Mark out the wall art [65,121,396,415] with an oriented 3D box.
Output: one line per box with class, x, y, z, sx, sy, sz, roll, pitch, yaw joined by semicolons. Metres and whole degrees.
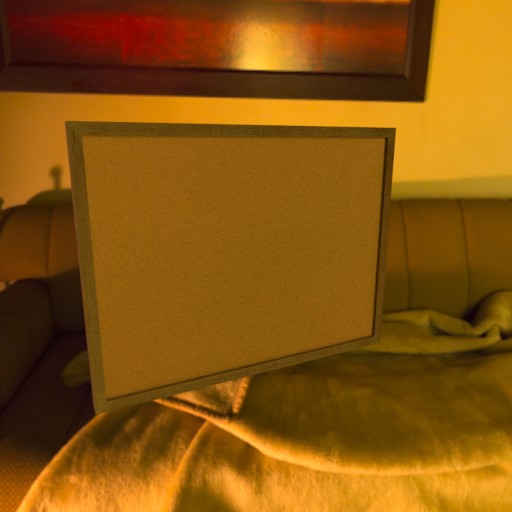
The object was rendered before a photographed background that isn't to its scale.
wall art;0.000;0.000;1.783;1.320;1.009;0.070;-7;16;-26
